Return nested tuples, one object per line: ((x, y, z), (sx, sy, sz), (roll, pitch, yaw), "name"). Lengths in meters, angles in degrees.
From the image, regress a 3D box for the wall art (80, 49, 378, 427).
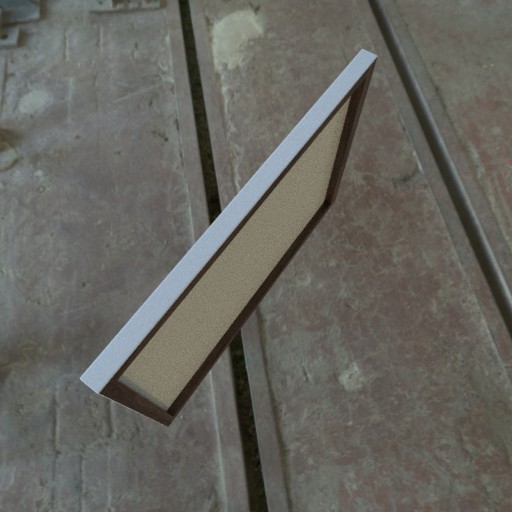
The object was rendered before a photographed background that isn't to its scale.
((0.000, 0.000, 1.411), (0.051, 0.761, 1.138), (32, 68, 14), "wall art")
